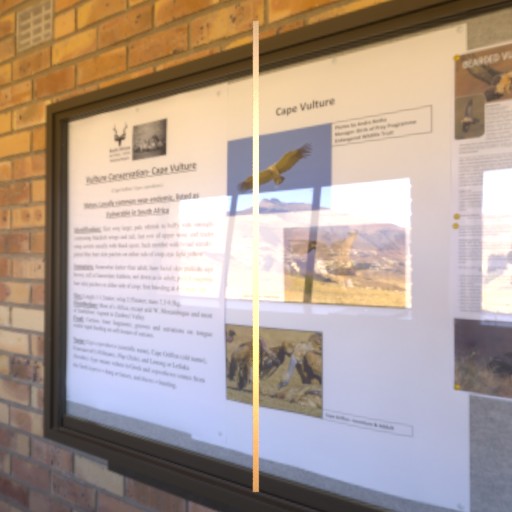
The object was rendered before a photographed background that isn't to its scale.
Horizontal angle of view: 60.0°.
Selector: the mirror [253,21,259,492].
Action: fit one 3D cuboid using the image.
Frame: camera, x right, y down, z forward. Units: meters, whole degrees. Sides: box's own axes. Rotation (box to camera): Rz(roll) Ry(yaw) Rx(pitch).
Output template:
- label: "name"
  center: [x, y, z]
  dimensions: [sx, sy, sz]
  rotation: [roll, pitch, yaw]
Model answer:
- label: "mirror"
  center: [0.000, 0.000, 2.318]
  dimensions: [0.025, 2.031, 0.812]
  rotation: [0, -1, 0]
